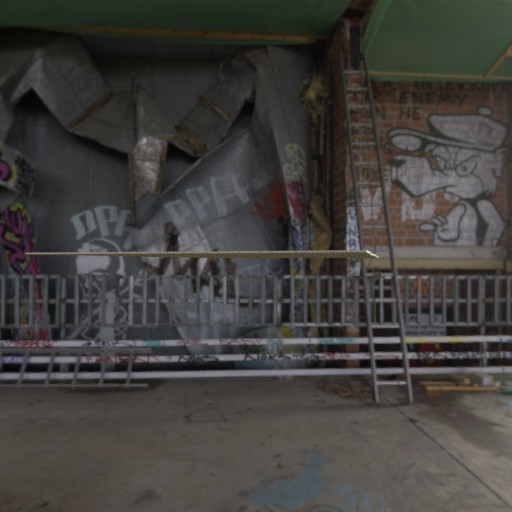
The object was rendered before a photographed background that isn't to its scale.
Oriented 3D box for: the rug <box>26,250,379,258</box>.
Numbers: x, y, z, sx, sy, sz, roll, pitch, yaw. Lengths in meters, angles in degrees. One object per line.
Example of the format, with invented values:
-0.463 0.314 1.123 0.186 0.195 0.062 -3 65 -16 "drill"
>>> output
0.000 0.000 2.196 1.143 0.006 1.747 0 -1 16 "rug"
